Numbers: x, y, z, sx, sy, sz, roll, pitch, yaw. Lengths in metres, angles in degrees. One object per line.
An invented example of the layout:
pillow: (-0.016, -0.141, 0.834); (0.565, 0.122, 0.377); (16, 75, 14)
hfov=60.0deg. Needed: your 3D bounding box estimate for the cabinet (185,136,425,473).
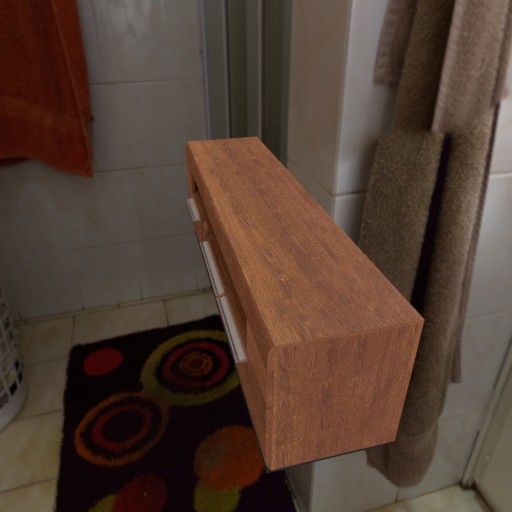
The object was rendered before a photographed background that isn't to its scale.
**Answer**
cabinet: (0.000, 0.000, 1.806); (0.419, 0.510, 1.600); (-7, 32, -12)
